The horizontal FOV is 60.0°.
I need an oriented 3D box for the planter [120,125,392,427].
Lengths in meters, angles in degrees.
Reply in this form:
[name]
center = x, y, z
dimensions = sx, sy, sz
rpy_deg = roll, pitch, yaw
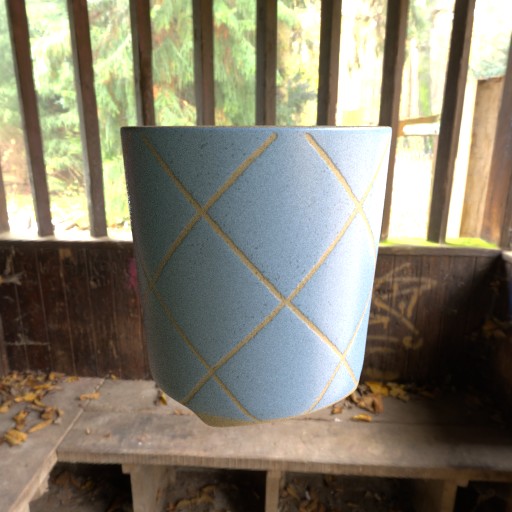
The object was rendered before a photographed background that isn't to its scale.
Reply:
[planter]
center = 0.000, 0.000, 0.418
dimensions = 0.227, 0.235, 0.227
rpy_deg = 0, 16, 0
